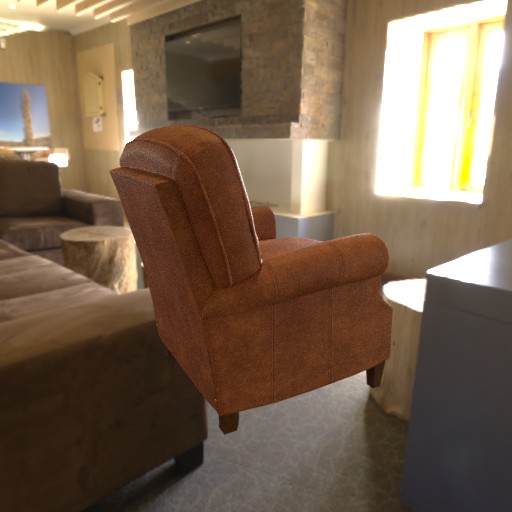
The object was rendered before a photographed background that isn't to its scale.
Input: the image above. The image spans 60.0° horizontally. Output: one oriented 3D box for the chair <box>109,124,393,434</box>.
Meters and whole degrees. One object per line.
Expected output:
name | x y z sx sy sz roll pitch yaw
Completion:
chair | 0.000 0.000 1.811 0.986 1.018 0.936 -8 16 -27
